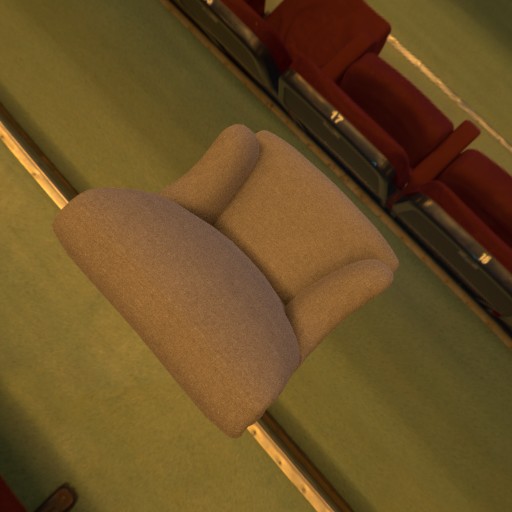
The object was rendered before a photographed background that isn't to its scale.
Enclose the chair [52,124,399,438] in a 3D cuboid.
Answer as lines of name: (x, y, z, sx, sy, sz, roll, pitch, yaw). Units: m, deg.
chair: (0.000, 0.000, 1.561, 0.843, 0.942, 0.766, -42, 81, -9)
